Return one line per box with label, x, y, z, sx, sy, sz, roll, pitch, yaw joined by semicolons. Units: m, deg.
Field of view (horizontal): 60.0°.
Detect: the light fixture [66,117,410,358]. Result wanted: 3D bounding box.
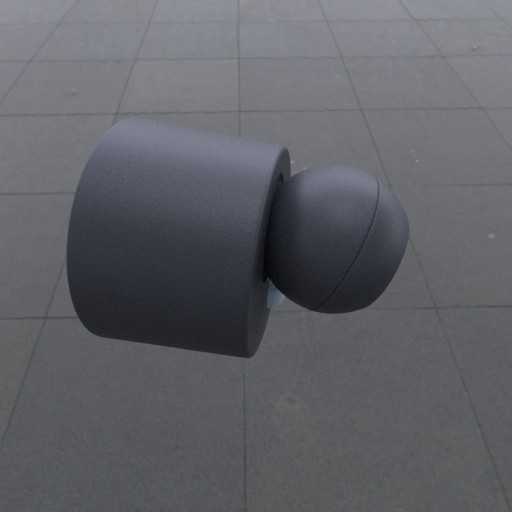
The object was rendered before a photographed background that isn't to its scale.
light fixture;0.000;0.000;0.266;0.160;0.143;0.134;10;48;9
